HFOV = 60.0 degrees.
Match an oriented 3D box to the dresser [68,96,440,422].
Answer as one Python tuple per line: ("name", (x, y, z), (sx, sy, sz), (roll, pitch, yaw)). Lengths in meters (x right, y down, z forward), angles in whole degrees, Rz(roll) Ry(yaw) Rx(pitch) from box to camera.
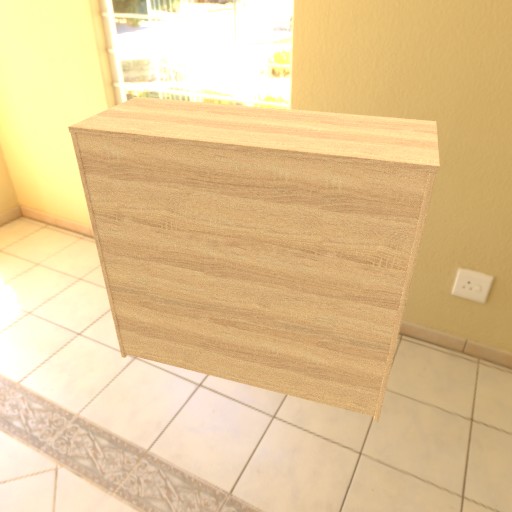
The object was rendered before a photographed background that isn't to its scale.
("dresser", (0.000, 0.000, 1.507), (0.980, 0.900, 0.380), (10, 34, 15))
